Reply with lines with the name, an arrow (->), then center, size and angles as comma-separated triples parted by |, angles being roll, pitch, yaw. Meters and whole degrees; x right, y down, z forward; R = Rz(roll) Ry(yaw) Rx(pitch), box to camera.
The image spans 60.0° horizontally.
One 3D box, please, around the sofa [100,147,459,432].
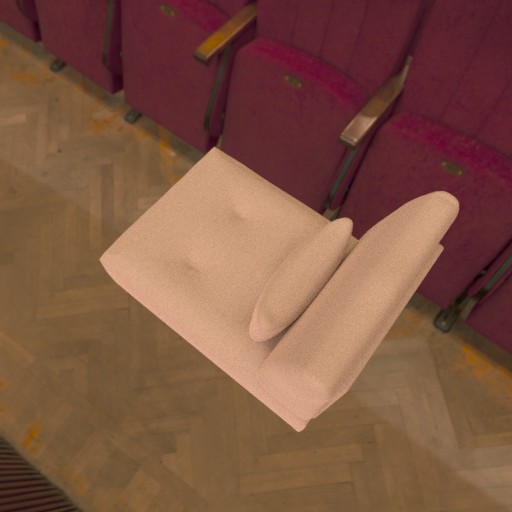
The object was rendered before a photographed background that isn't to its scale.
sofa -> 0.000, 0.000, 1.591 | 1.000, 0.820, 0.700 | 35, 69, 16
